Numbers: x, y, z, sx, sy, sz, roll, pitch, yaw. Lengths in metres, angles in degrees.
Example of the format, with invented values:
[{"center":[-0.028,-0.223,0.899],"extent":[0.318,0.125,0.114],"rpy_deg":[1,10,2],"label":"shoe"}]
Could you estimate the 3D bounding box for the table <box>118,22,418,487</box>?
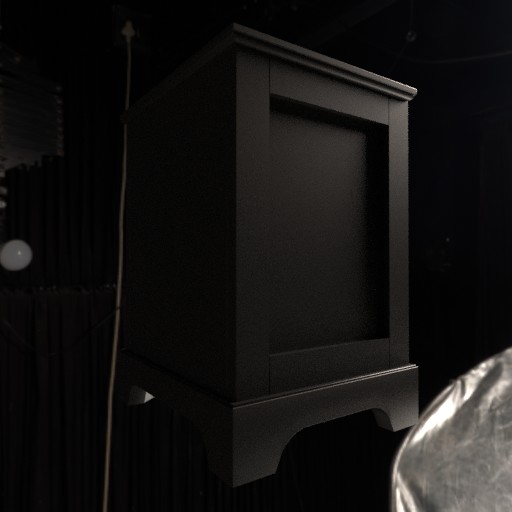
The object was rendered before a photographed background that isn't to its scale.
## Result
[{"center":[0.000,0.000,0.882],"extent":[0.399,0.610,0.460],"rpy_deg":[0,-1,-35],"label":"table"}]
